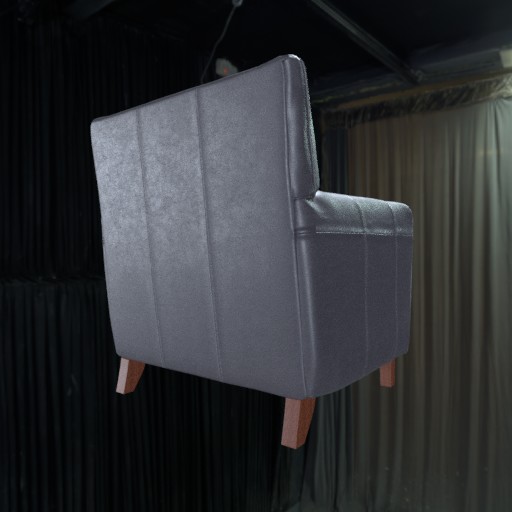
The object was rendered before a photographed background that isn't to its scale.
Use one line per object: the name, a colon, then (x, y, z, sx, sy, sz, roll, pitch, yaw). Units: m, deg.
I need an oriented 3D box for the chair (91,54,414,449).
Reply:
chair: (0.000, 0.000, 1.564, 0.870, 0.943, 0.825, 0, 0, 38)
